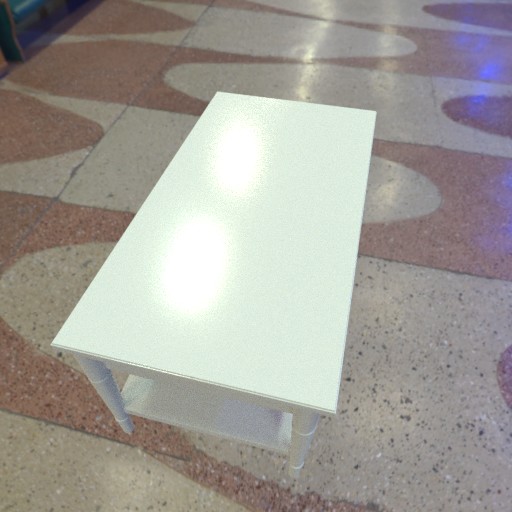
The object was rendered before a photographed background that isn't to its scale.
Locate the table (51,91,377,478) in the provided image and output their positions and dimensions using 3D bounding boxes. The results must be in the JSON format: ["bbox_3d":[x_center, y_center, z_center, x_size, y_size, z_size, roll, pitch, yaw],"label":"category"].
[{"bbox_3d":[0.000,0.000,1.336,0.559,0.457,1.067,11,48,10],"label":"table"}]
